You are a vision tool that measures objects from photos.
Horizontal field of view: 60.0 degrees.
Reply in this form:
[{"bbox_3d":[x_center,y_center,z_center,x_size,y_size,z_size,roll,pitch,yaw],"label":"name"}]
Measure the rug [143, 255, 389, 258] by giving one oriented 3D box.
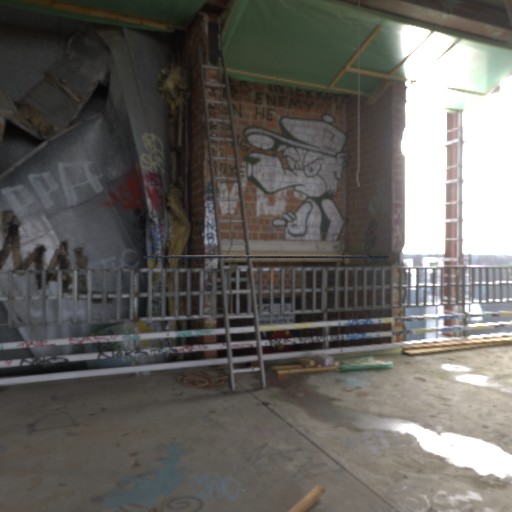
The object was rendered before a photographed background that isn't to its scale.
[{"bbox_3d":[0.000,0.000,2.653,0.832,0.008,2.362,0,0,-2],"label":"rug"}]
